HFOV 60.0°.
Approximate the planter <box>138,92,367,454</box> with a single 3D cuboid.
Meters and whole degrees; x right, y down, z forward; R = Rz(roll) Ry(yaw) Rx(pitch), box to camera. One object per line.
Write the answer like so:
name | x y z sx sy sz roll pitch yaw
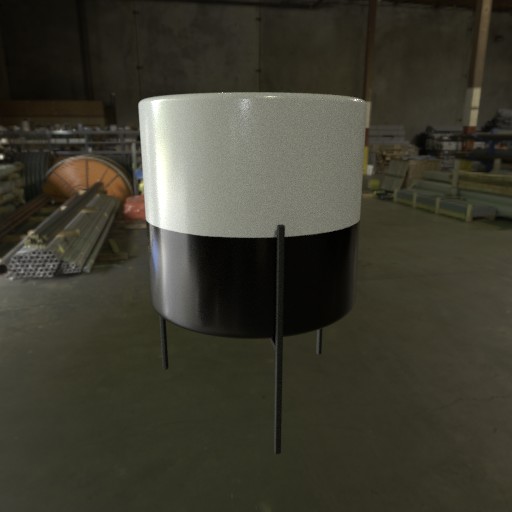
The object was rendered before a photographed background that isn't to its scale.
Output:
planter | 0.000 0.000 0.655 0.310 0.432 0.310 -8 17 -25
